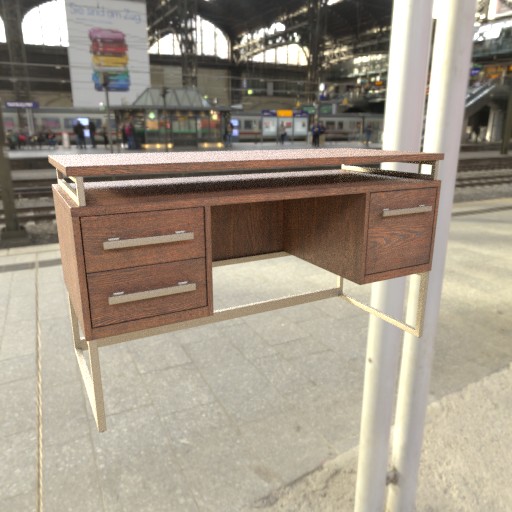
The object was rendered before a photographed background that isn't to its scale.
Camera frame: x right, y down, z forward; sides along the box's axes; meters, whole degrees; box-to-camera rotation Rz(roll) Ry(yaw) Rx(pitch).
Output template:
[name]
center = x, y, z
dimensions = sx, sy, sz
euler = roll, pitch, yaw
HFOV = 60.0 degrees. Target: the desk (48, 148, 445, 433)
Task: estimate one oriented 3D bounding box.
[desk]
center = 0.000, 0.000, 1.772
dimensions = 1.384, 0.792, 0.610
euler = -8, 18, -27
